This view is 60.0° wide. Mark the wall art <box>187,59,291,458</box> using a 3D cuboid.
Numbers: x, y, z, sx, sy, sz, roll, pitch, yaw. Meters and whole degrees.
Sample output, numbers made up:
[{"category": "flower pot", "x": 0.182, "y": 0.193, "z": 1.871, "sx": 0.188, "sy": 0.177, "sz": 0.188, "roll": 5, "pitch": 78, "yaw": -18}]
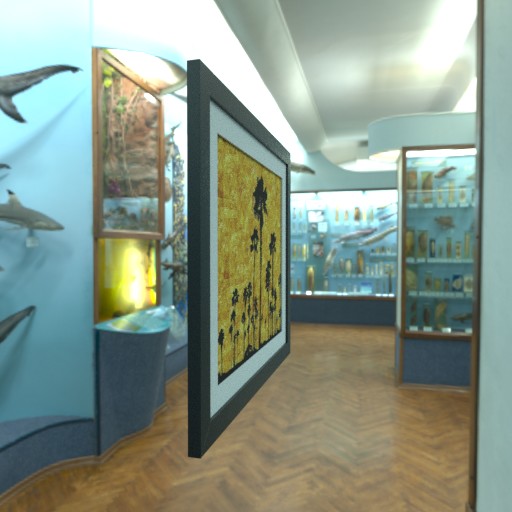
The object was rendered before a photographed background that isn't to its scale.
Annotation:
[{"category": "wall art", "x": 0.000, "y": 0.000, "z": 0.552, "sx": 0.012, "sy": 0.332, "sz": 0.383, "roll": 0, "pitch": 1, "yaw": 16}]
